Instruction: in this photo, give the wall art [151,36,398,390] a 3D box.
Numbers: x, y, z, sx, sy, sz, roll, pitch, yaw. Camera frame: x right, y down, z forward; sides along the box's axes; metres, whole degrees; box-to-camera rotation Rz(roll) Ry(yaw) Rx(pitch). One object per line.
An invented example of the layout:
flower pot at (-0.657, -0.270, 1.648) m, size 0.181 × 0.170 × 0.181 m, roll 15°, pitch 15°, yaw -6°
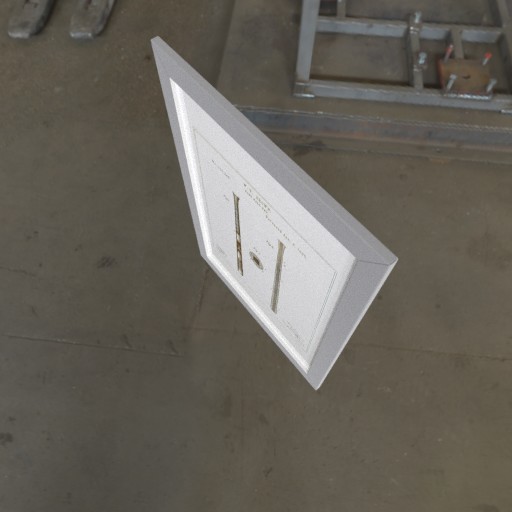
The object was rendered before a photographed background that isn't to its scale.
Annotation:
wall art at (0.000, 0.000, 0.677) m, size 0.012 × 0.529 × 0.374 m, roll -36°, pitch 68°, yaw -17°
